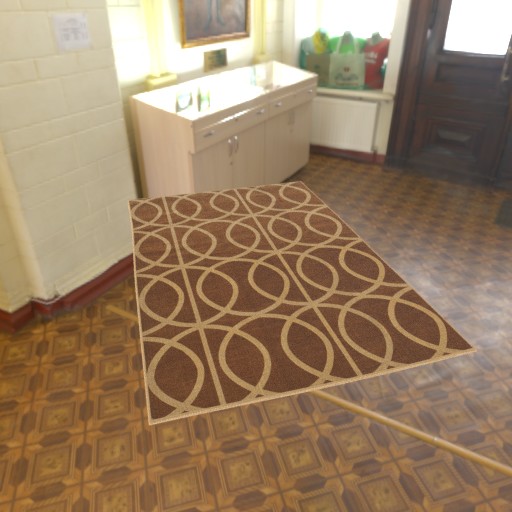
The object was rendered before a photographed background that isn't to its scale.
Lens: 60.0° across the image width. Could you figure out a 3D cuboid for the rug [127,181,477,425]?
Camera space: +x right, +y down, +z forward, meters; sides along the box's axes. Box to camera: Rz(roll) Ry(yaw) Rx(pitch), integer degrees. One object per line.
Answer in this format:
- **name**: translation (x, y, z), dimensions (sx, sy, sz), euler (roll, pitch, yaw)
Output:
- **rug**: translation (0.000, 0.000, 2.851), dimensions (1.528, 0.014, 2.294), euler (-8, 32, -14)
